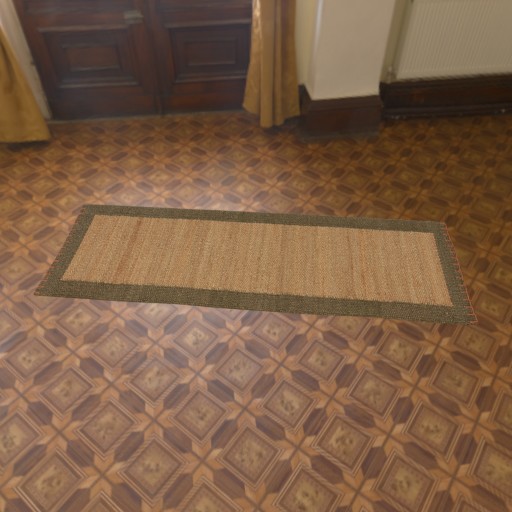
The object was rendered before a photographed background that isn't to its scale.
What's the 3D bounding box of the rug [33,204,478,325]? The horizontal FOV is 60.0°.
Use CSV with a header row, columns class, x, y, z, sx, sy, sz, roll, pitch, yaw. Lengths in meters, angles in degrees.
class,x,y,z,sx,sy,sz,roll,pitch,yaw
rug,0.000,0.000,2.668,2.413,0.016,0.810,4,46,3
